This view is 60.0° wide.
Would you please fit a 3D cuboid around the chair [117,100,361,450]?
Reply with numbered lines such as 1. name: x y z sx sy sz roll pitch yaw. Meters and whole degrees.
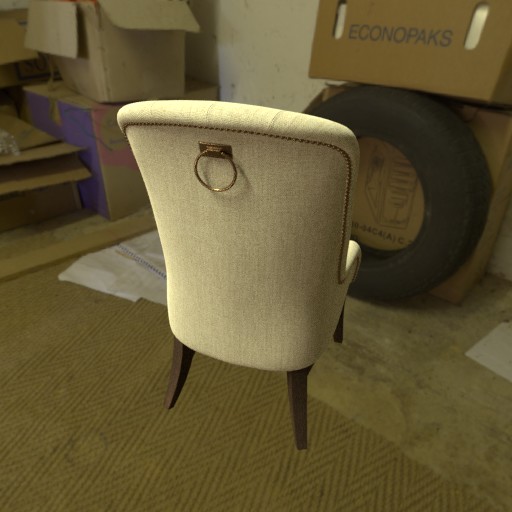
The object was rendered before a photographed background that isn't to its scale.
1. chair: 0.000 0.000 1.463 0.634 1.091 0.629 10 33 17
